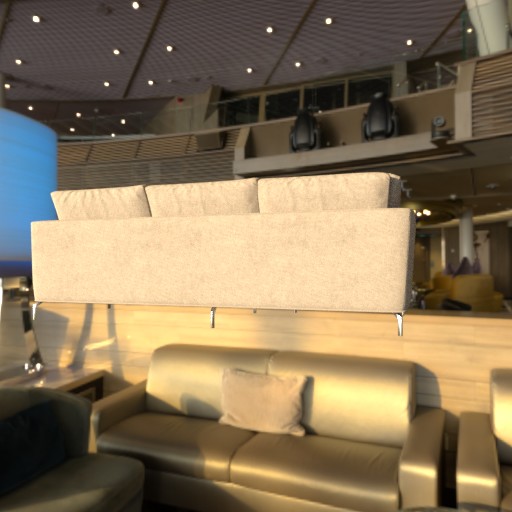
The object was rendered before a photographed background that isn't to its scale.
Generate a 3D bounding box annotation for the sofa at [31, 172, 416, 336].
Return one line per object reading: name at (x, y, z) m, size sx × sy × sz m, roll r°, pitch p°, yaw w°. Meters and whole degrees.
sofa at (0.000, 0.000, 3.701) m, size 2.438 × 0.864 × 2.438 m, roll 0°, pitch -1°, yaw 17°
